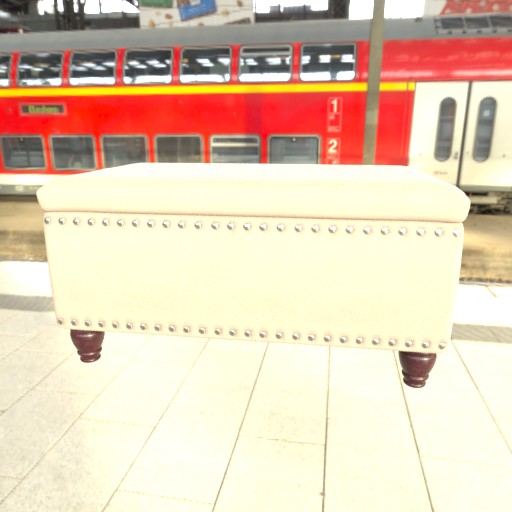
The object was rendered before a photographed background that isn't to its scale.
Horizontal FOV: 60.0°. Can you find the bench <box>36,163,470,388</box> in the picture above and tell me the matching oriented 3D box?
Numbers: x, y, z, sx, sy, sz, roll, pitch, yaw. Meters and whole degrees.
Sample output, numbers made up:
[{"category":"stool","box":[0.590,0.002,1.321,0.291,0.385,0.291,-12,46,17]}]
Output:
[{"category":"bench","box":[0.000,0.000,1.173,0.887,0.449,0.500,2,16,8]}]
